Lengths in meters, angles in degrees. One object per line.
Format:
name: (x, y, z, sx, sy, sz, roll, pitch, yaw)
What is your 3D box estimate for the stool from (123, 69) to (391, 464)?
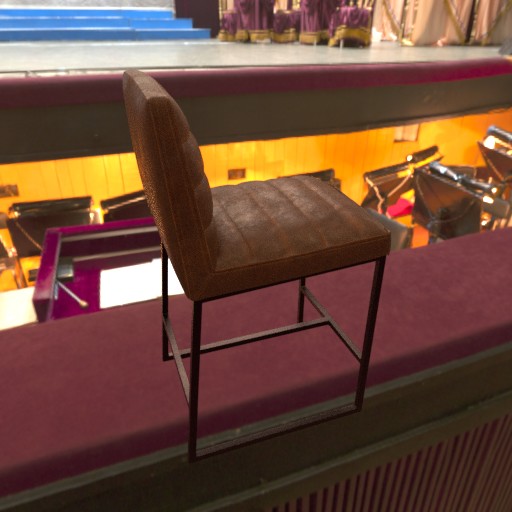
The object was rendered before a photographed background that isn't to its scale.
stool: (0.000, 0.000, 1.216, 0.562, 0.942, 0.463, -10, 30, -17)
